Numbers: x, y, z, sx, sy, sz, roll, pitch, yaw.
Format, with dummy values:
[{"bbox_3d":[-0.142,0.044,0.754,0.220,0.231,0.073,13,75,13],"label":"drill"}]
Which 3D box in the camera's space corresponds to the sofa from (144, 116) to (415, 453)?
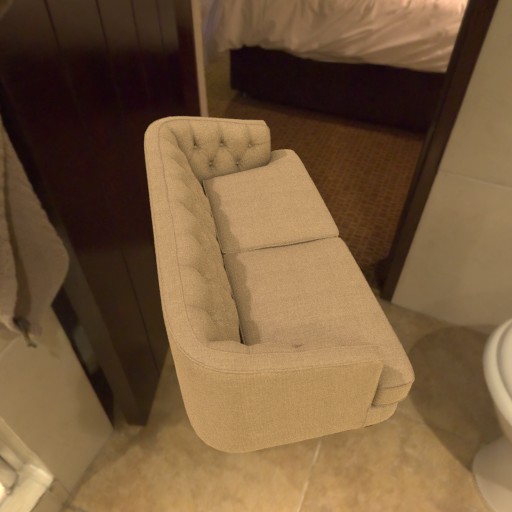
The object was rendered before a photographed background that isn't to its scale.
[{"bbox_3d":[0.000,0.000,2.270,0.941,0.855,1.733,-10,47,-9],"label":"sofa"}]
